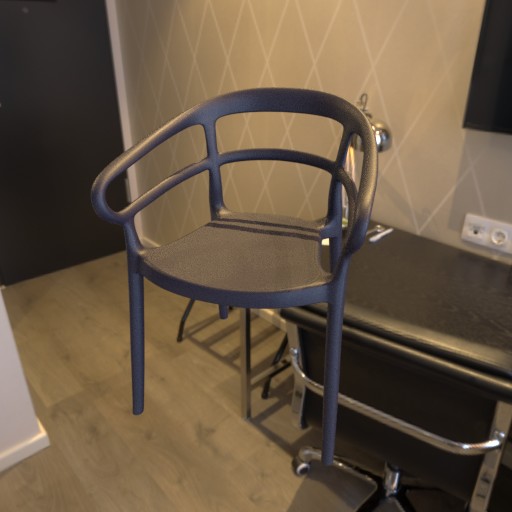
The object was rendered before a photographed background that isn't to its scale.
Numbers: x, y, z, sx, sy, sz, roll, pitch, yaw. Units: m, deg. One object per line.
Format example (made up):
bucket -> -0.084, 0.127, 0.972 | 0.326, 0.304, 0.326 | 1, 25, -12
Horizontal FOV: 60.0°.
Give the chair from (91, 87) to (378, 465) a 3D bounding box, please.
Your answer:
chair -> 0.000, 0.000, 1.124 | 0.559, 0.761, 0.527 | 8, 27, 16
